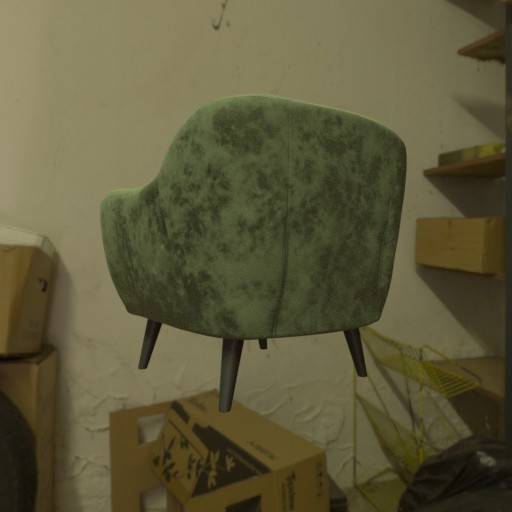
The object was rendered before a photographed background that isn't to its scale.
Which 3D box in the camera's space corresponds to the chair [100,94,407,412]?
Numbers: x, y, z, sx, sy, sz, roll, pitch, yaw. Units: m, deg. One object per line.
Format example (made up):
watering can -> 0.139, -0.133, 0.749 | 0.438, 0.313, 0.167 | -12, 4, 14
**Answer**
chair -> 0.000, 0.000, 1.500 | 0.840, 0.804, 0.819 | 0, 0, -37
